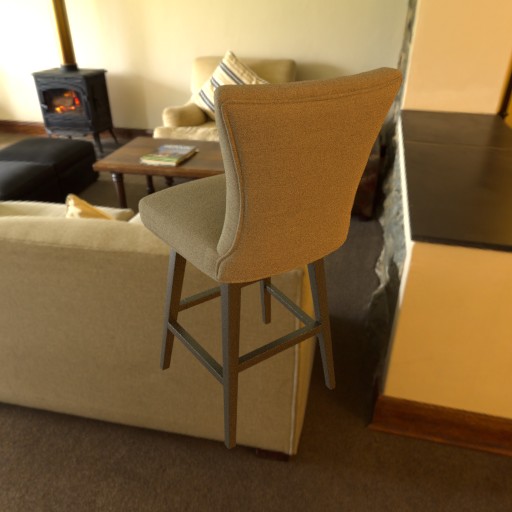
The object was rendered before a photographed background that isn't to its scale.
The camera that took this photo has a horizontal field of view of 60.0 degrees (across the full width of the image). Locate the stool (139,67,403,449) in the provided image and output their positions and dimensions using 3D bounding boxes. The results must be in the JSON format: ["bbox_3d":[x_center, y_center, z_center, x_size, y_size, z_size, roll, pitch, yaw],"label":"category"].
[{"bbox_3d":[0.000,0.000,1.359,0.514,1.086,0.574,-19,35,-30],"label":"stool"}]
